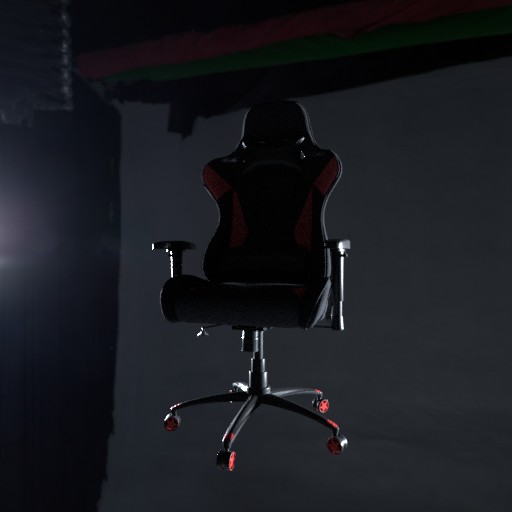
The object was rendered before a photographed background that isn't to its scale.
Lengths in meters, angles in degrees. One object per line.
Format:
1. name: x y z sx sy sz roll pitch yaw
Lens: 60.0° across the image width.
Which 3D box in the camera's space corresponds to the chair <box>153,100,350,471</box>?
1. chair: 0.000 0.000 1.665 0.695 1.326 0.658 0 0 18
